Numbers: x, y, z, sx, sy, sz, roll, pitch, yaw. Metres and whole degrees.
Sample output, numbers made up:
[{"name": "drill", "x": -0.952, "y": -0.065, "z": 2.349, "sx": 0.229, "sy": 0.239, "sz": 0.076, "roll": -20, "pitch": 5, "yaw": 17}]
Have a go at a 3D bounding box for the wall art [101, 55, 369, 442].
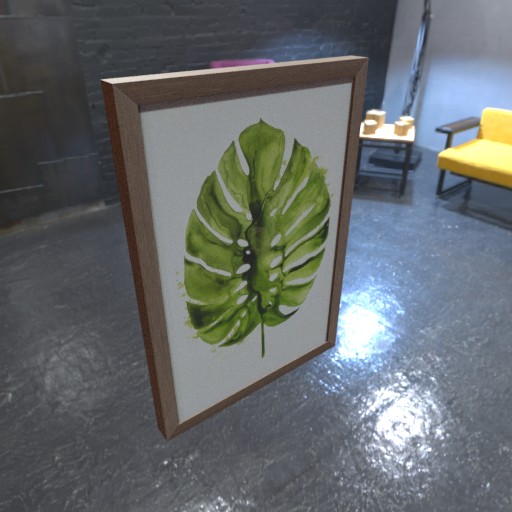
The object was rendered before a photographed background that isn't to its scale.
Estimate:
[{"name": "wall art", "x": 0.000, "y": 0.000, "z": 0.645, "sx": 0.358, "sy": 0.510, "sz": 0.032, "roll": -21, "pitch": 36, "yaw": -31}]
